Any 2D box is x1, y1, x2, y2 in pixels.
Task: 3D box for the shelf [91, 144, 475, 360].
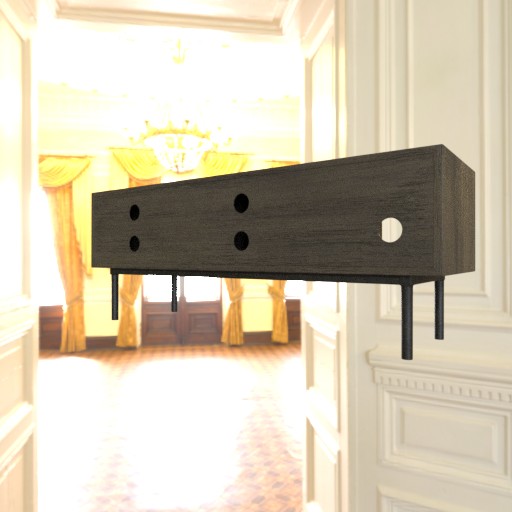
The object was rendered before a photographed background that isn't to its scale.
[{"bbox_3d":[0.000,0.000,1.517,1.300,0.495,0.400,0,0,36],"label":"shelf"}]
